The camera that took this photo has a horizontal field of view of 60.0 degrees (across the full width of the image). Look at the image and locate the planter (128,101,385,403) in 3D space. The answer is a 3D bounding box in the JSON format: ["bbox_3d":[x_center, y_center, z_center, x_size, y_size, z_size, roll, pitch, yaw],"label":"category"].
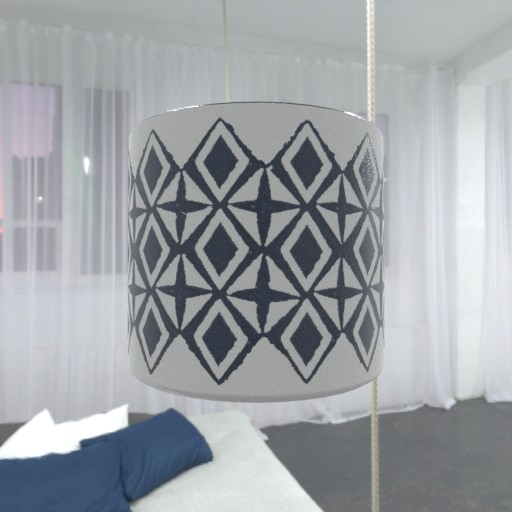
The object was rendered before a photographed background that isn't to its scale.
[{"bbox_3d":[0.000,0.000,0.327,0.182,0.165,0.182,0,-1,0],"label":"planter"}]
